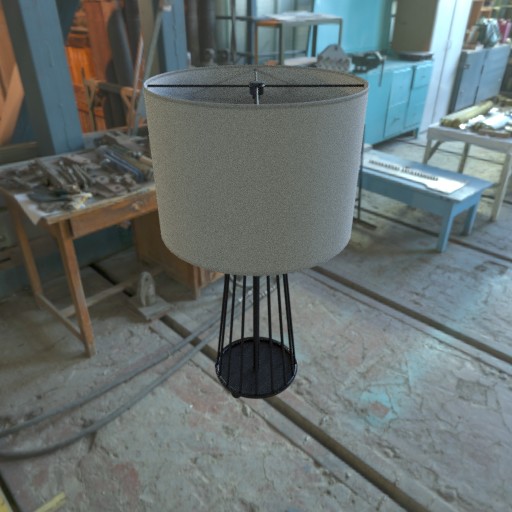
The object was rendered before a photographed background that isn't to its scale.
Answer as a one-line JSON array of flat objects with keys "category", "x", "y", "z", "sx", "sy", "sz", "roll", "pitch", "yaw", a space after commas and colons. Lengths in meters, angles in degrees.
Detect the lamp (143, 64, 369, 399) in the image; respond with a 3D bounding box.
[{"category": "lamp", "x": 0.000, "y": 0.000, "z": 0.795, "sx": 0.322, "sy": 0.593, "sz": 0.322, "roll": 0, "pitch": 31, "yaw": 0}]
